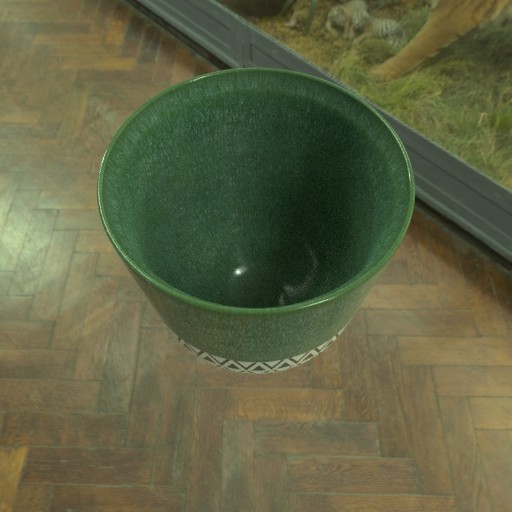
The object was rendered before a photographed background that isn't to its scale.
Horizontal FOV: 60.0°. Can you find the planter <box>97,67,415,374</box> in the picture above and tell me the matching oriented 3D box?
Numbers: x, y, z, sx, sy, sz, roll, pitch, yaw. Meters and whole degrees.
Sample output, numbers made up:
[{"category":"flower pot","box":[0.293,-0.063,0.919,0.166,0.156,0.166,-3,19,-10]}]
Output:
[{"category":"planter","box":[0.000,0.000,0.367,0.195,0.214,0.195,0,60,0]}]
